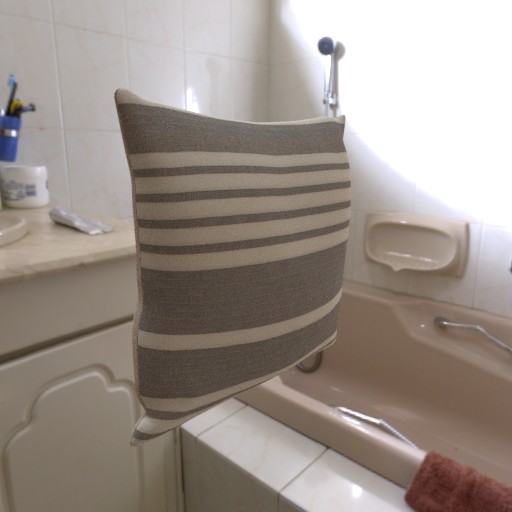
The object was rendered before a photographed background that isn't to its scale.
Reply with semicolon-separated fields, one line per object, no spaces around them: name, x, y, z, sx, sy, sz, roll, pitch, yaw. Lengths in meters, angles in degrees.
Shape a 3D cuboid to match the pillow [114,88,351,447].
pillow;0.000;0.000;0.665;0.439;0.440;0.182;-13;19;-43
